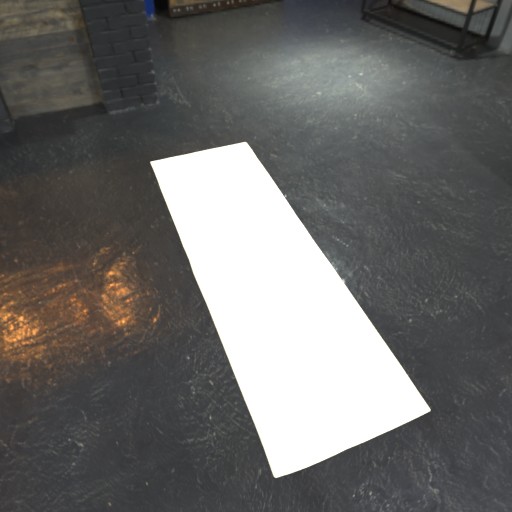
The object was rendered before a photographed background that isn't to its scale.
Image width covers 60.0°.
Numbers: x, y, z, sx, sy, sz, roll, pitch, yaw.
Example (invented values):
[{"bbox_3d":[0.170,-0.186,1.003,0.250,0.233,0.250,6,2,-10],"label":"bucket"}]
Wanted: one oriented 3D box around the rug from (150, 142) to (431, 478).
[{"bbox_3d":[0.000,0.000,2.720,0.793,0.014,2.450,-16,48,-15],"label":"rug"}]
